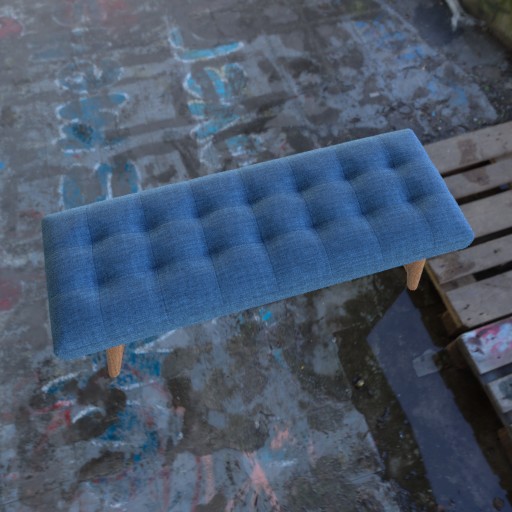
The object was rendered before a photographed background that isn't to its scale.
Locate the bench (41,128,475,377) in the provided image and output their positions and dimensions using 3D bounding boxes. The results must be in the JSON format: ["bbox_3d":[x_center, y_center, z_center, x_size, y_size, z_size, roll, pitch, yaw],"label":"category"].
[{"bbox_3d":[0.000,0.000,1.354,1.118,0.432,0.406,-15,64,-7],"label":"bench"}]
